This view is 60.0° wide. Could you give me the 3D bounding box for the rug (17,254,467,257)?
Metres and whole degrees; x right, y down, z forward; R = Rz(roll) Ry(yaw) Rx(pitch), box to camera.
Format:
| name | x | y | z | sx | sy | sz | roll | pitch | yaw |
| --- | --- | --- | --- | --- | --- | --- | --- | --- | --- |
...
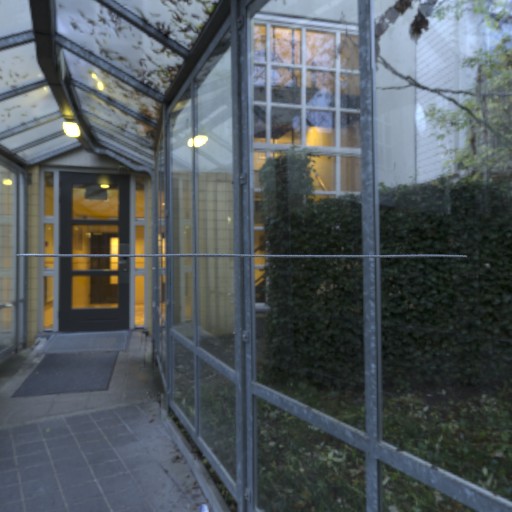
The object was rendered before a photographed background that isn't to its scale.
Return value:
| name | x | y | z | sx | sy | sz | roll | pitch | yaw |
| --- | --- | --- | --- | --- | --- | --- | --- | --- | --- |
| rug | 0.000 | 0.000 | 2.668 | 2.439 | 0.013 | 0.762 | 0 | 0 | -18 |
